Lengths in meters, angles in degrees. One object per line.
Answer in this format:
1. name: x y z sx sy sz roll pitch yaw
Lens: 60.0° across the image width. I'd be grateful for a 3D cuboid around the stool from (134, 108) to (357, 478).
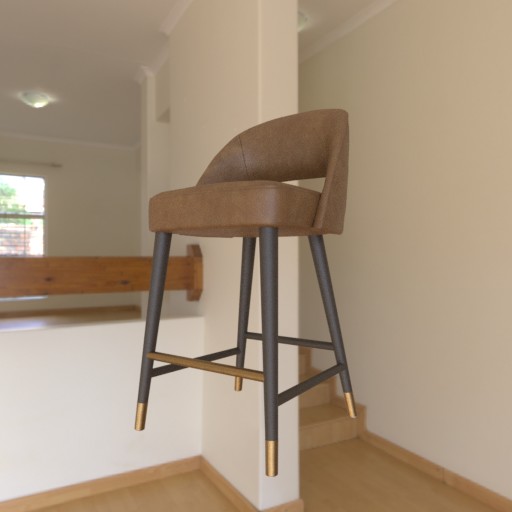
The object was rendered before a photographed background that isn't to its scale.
1. stool: 0.000 0.000 1.268 0.494 0.940 0.509 0 0 36
